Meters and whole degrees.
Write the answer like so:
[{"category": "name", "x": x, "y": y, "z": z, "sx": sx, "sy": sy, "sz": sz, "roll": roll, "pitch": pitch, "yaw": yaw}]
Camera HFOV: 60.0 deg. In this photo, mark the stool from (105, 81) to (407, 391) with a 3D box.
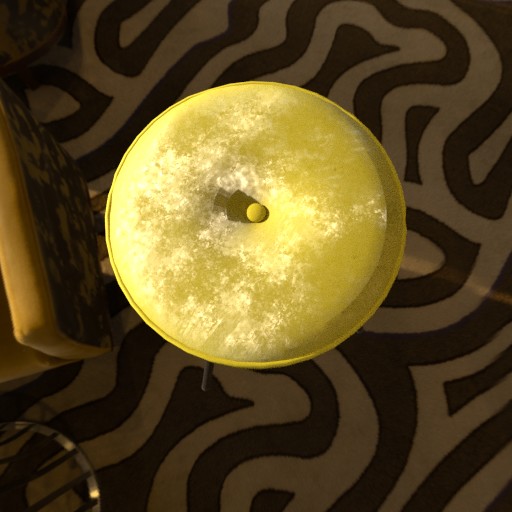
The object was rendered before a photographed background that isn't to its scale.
[{"category": "stool", "x": 0.000, "y": 0.000, "z": 0.828, "sx": 0.409, "sy": 0.508, "sz": 0.409, "roll": -19, "pitch": 77, "yaw": -5}]
